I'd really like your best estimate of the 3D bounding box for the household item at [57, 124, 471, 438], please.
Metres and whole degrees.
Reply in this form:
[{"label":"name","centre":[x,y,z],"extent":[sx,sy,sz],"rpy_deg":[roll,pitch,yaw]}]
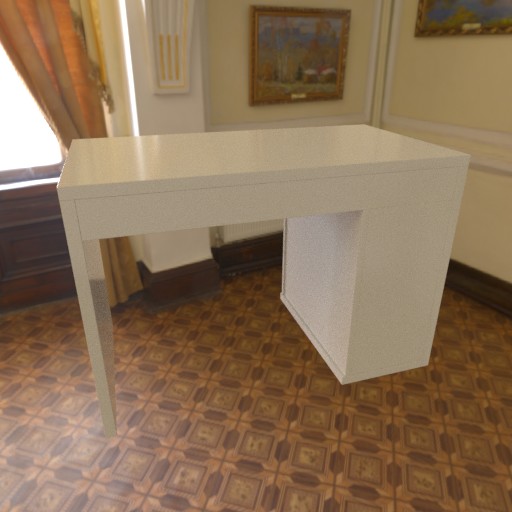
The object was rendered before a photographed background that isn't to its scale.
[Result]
[{"label":"household item","centre":[0.000,0.000,1.532],"extent":[1.100,0.749,0.597],"rpy_deg":[-8,26,-16]}]
